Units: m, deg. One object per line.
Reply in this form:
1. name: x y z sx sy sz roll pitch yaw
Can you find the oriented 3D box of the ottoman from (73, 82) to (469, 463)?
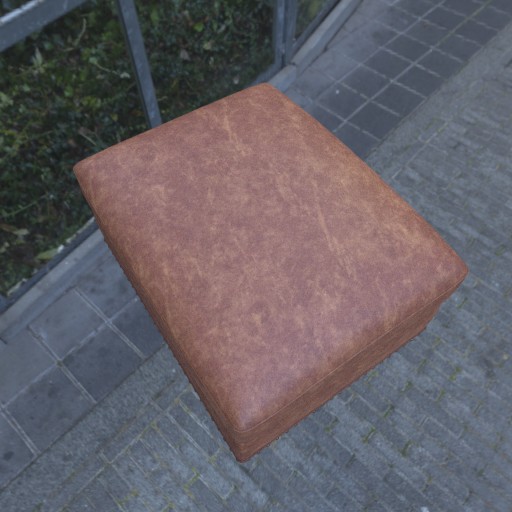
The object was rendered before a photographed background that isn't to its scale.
1. ottoman: 0.000 0.000 1.115 0.586 0.486 0.742 -30 62 -18
